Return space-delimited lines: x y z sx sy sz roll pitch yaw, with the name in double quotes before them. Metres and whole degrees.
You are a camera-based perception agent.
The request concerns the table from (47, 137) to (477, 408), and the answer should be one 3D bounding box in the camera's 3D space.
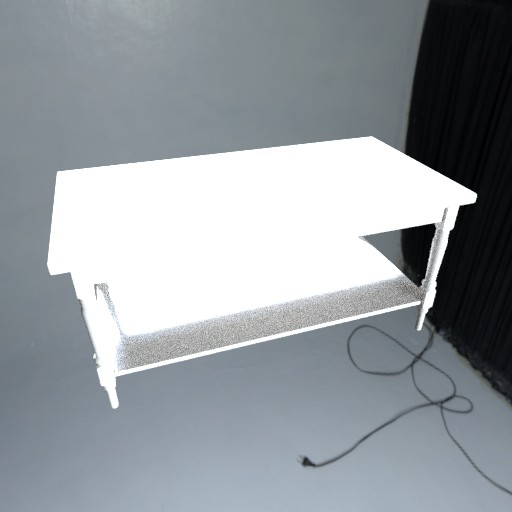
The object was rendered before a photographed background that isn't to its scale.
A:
"table" 0.000 0.000 1.429 1.107 0.510 0.550 -10 34 -16
